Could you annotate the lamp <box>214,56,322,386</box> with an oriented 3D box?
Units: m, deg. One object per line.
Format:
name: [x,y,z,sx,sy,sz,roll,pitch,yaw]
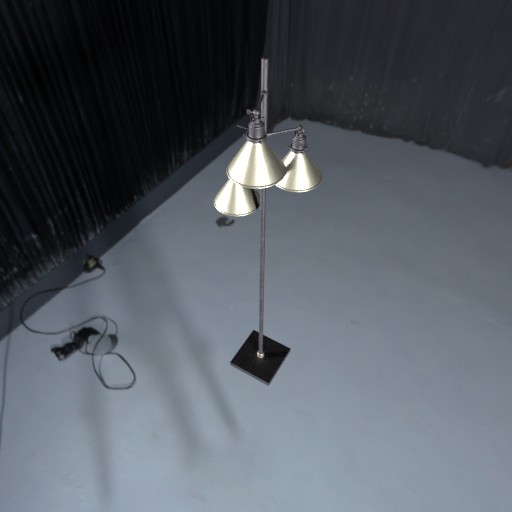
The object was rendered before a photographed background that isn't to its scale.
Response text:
lamp: [0.000,0.000,1.938,0.415,1.716,0.428,23,51,20]
